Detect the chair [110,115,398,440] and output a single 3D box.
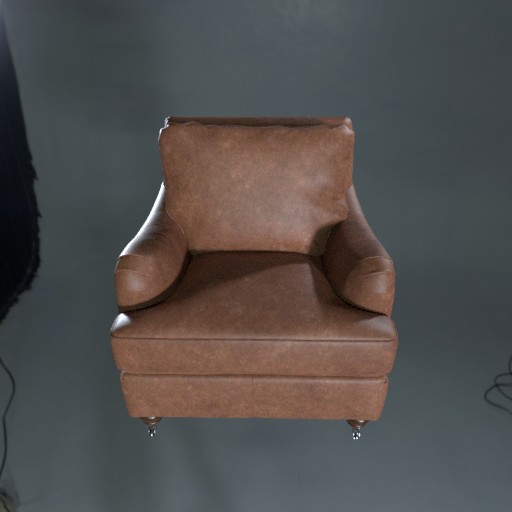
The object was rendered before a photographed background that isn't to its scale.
[{"bbox_3d":[0.000,0.000,1.908,0.986,1.055,1.158,0,30,1],"label":"chair"}]
